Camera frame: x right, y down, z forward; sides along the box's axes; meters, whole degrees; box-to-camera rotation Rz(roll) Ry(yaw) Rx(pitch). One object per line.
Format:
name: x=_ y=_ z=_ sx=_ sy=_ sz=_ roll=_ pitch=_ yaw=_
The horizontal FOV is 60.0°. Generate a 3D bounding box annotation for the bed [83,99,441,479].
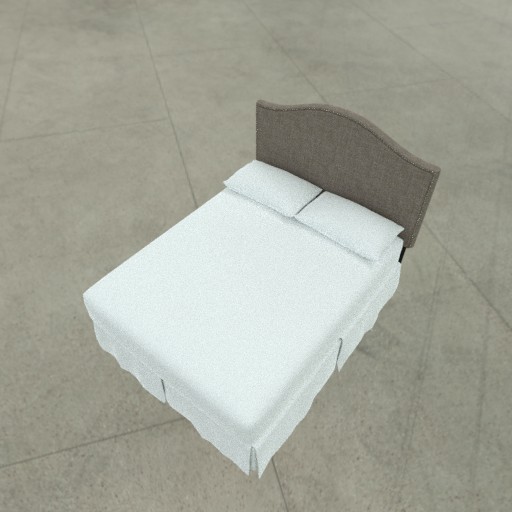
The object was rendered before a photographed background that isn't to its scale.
bed: x=0.000 y=0.000 z=3.320 sx=1.713 sy=1.518 sz=2.153 roll=30 pitch=53 yaw=26
